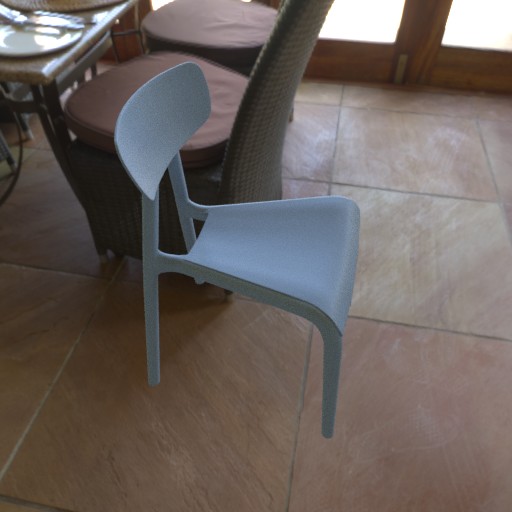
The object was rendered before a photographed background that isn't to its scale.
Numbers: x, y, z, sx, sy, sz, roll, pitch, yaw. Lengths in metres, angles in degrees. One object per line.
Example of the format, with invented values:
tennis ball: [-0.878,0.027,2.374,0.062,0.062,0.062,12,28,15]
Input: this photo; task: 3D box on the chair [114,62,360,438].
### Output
chair: [0.000,0.000,0.815,0.401,0.580,0.356,10,47,10]
